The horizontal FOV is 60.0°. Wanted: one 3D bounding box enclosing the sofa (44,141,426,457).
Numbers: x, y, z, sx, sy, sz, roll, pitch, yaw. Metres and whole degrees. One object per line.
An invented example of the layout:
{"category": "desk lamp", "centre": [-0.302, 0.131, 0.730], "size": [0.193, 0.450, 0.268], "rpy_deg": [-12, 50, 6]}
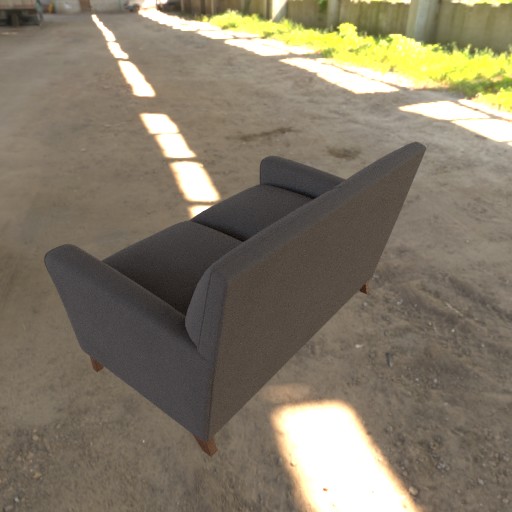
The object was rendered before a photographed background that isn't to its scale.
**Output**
{"category": "sofa", "centre": [0.000, 0.000, 1.943], "size": [0.871, 0.846, 1.420], "rpy_deg": [22, 37, 32]}
